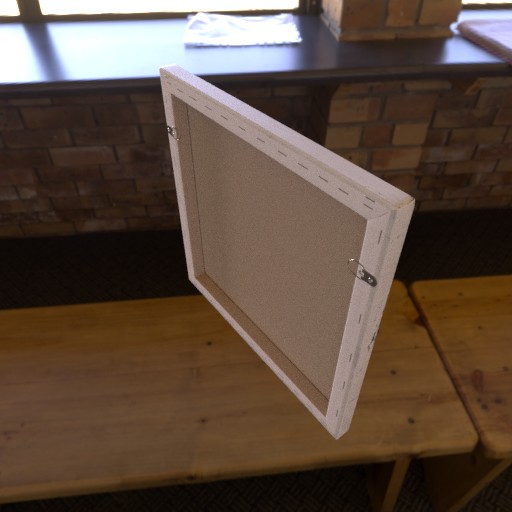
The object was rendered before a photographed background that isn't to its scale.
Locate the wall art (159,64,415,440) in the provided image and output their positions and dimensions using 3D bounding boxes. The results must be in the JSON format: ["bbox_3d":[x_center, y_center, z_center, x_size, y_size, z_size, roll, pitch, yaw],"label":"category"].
[{"bbox_3d":[0.000,0.000,0.928,0.040,0.611,0.610,-27,49,-27],"label":"wall art"}]
